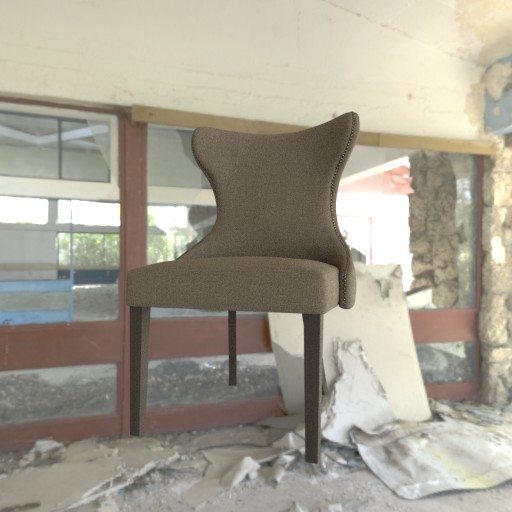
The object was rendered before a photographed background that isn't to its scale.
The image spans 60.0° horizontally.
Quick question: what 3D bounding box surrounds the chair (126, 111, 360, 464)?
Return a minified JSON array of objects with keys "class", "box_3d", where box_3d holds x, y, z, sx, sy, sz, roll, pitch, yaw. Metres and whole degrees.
[{"class":"chair","box_3d":[0.000,0.000,1.403,0.628,0.967,0.635,0,0,19]}]
